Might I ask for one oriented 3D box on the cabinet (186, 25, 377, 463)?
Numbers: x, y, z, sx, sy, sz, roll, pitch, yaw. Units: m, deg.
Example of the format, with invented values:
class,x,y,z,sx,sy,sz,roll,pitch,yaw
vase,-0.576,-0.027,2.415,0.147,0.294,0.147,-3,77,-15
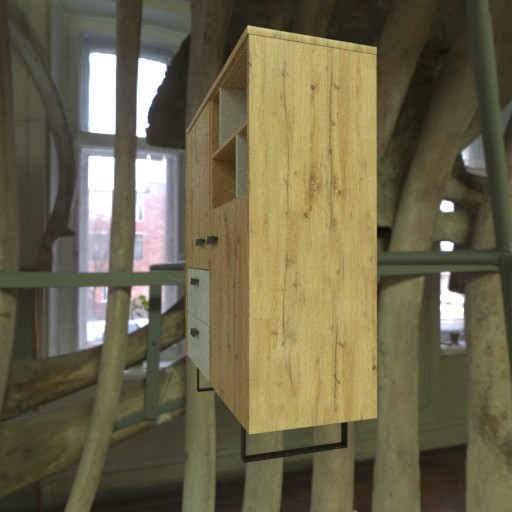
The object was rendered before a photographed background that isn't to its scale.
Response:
class,x,y,z,sx,sy,sz,roll,pitch,yaw
cabinet,0.000,0.000,1.967,0.473,1.397,1.168,0,0,-18
